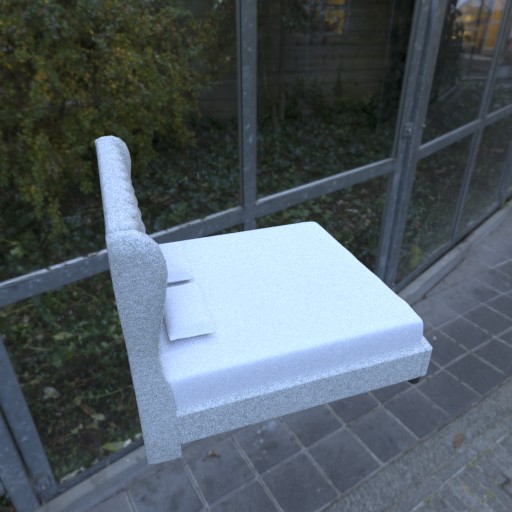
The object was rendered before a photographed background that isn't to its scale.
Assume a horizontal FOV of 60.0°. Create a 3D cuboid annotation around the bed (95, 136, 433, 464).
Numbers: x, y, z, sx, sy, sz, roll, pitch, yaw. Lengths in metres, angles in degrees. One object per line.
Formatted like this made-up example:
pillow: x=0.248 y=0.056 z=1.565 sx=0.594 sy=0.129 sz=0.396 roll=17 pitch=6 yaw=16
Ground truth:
bed: x=0.000 y=0.000 z=3.859 sx=2.347 sy=1.771 sz=2.219 roll=-10 pitch=31 yaw=-17
